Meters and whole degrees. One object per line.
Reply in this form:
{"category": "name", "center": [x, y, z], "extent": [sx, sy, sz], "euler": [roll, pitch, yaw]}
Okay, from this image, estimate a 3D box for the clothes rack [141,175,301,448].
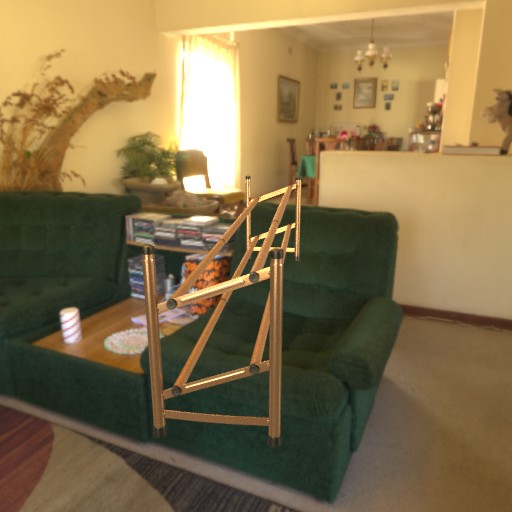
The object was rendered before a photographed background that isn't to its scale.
{"category": "clothes rack", "center": [0.000, 0.000, 1.281], "extent": [0.229, 0.349, 1.168], "euler": [2, 16, 7]}
